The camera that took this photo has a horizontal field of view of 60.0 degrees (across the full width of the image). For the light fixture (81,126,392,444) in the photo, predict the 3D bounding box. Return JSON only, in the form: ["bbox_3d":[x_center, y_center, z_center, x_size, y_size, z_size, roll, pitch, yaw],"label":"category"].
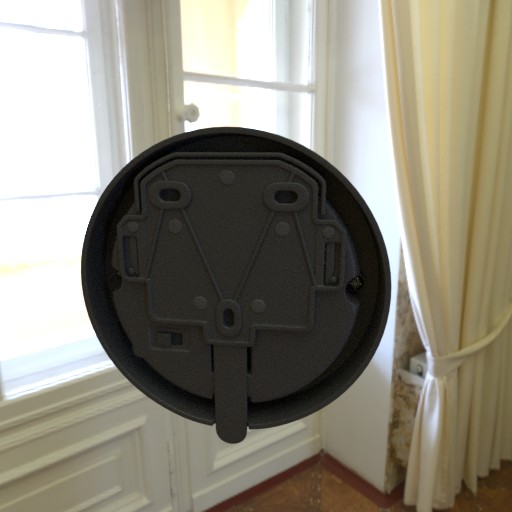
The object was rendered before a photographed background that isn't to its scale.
[{"bbox_3d":[0.000,0.000,0.265,0.134,0.143,0.160,2,14,8],"label":"light fixture"}]
